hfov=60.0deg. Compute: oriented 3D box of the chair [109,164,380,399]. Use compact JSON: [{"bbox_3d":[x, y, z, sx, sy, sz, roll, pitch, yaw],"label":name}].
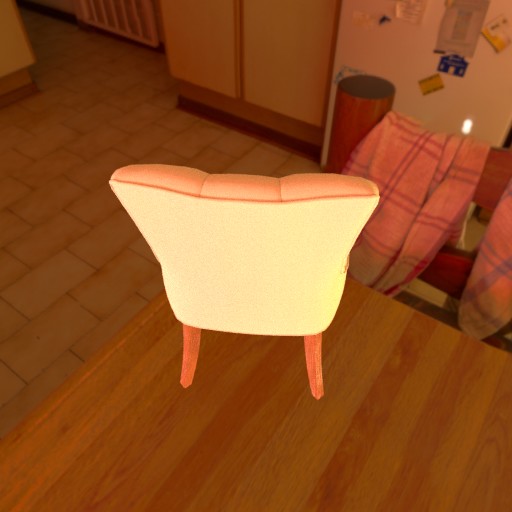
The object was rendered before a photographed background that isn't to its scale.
[{"bbox_3d":[0.000,0.000,1.192,0.509,0.874,0.565,4,47,4],"label":"chair"}]
